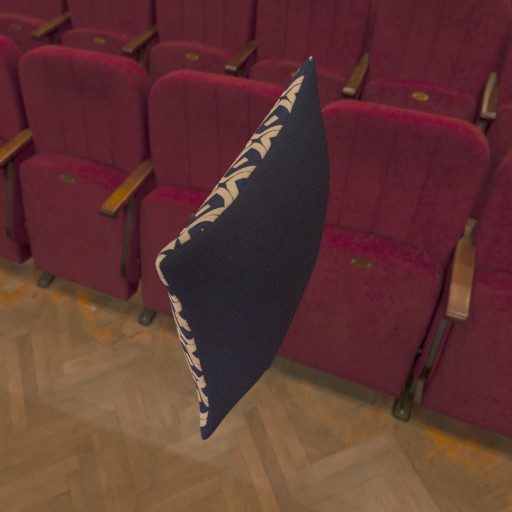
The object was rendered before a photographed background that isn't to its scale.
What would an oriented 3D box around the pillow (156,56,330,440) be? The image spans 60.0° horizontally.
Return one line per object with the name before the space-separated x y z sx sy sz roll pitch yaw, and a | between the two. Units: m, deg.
pillow | 0.000 0.000 0.772 0.188 0.494 0.504 17 50 15
